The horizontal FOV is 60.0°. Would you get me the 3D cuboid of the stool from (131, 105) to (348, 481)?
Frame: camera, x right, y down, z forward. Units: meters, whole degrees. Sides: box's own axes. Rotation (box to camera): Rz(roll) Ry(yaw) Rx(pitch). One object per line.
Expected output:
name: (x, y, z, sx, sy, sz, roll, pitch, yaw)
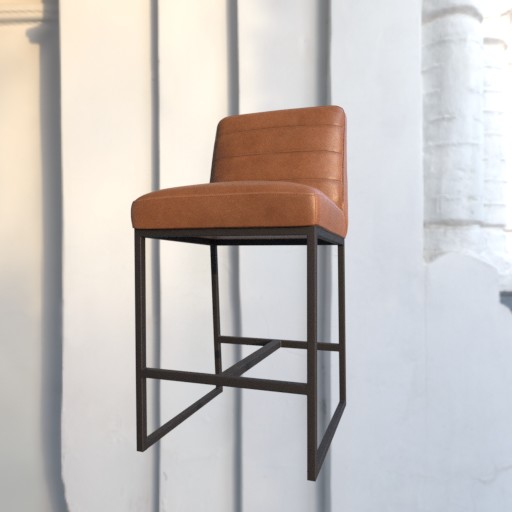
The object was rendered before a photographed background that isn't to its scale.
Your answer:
stool: (0.000, 0.000, 1.233, 0.458, 0.940, 0.556, 0, 1, 19)
